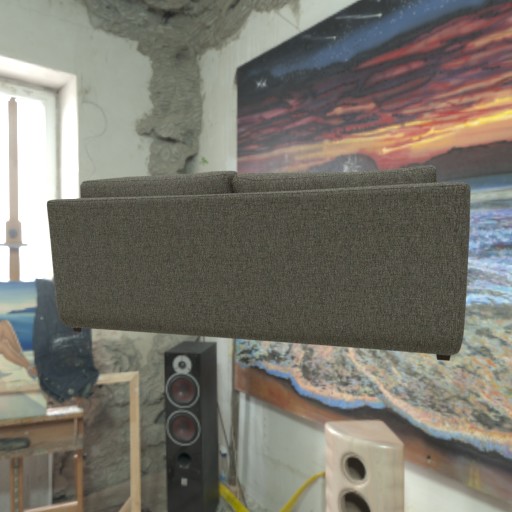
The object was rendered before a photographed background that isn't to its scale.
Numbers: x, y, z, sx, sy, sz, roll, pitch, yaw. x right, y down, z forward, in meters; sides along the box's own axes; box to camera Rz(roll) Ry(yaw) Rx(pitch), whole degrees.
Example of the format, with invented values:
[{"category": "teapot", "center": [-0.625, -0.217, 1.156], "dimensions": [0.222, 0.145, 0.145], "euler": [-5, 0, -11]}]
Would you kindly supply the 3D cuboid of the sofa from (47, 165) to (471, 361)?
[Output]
[{"category": "sofa", "center": [0.000, 0.000, 2.877], "dimensions": [2.418, 0.998, 1.103], "euler": [0, 1, 19]}]
